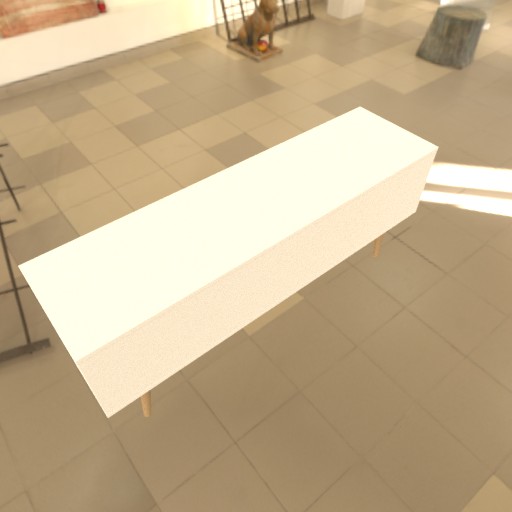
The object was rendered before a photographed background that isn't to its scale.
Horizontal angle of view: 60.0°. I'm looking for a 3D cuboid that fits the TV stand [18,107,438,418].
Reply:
[{"bbox_3d":[0.000,0.000,1.633,1.398,0.560,0.401,-31,54,-25],"label":"TV stand"}]
